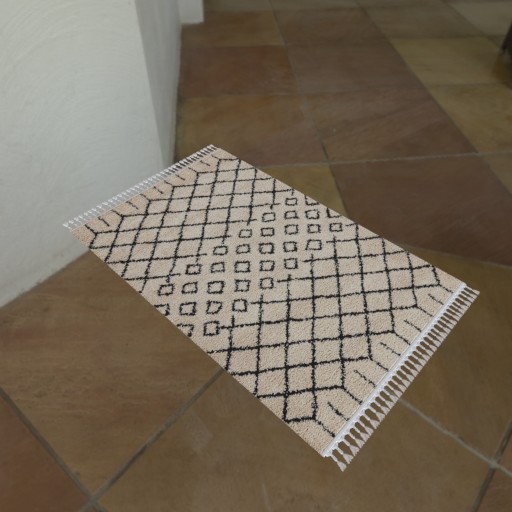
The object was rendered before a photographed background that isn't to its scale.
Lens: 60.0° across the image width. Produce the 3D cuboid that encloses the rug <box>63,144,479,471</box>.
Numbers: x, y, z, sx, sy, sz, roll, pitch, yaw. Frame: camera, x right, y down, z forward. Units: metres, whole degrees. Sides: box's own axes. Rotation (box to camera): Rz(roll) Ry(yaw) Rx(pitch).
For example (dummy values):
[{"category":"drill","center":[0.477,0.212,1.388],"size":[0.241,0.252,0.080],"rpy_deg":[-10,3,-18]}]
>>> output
[{"category":"rug","center":[0.000,0.000,2.426],"size":[2.006,0.008,1.196],"rpy_deg":[34,55,28]}]
